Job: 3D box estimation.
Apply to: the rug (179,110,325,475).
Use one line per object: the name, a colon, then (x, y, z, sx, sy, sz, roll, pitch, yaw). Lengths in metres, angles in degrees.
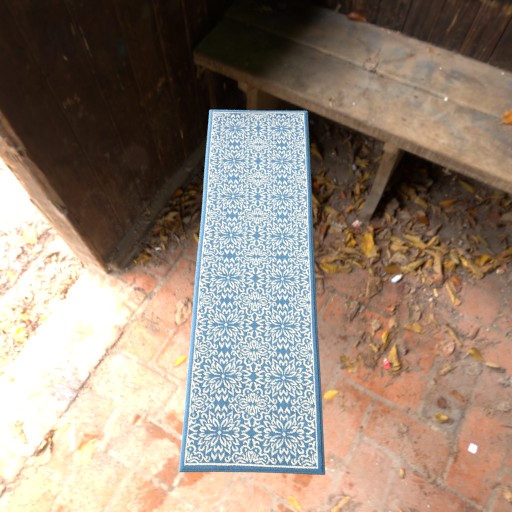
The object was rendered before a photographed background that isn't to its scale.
rug: (0.000, 0.000, 2.492, 0.662, 0.011, 2.196, 1, 63, 0)
